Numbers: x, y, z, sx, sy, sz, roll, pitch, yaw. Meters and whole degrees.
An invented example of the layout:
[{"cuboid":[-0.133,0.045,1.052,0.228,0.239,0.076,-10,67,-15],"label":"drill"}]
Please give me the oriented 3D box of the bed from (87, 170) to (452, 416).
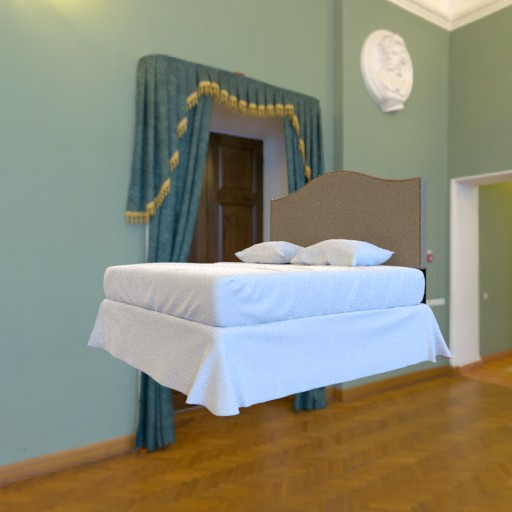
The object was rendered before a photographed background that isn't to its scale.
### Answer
[{"cuboid":[0.000,0.000,3.754,2.222,1.651,2.311,0,1,-36],"label":"bed"}]
